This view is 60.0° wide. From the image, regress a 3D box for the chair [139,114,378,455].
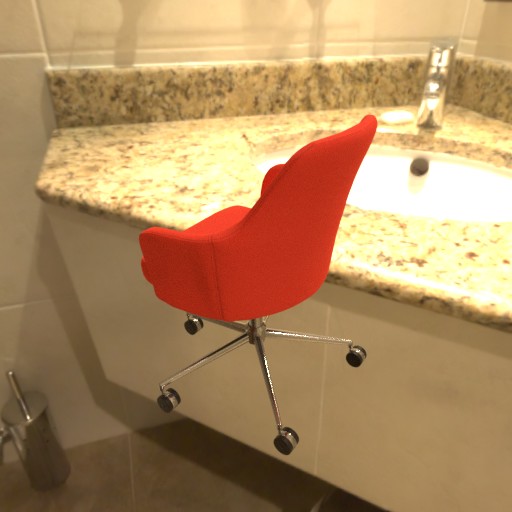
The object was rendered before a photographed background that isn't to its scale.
[{"bbox_3d":[0.000,0.000,1.269,0.600,0.820,0.655,21,37,30],"label":"chair"}]
